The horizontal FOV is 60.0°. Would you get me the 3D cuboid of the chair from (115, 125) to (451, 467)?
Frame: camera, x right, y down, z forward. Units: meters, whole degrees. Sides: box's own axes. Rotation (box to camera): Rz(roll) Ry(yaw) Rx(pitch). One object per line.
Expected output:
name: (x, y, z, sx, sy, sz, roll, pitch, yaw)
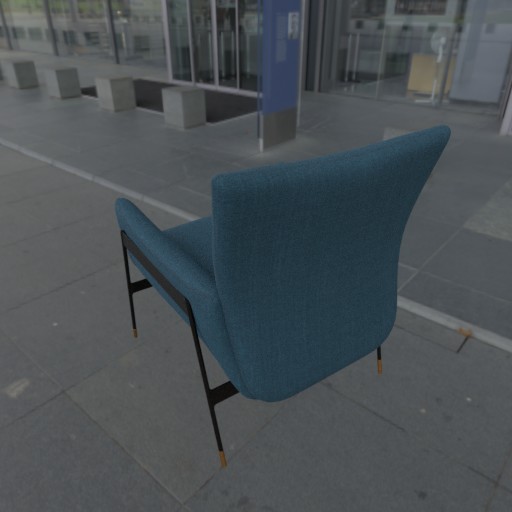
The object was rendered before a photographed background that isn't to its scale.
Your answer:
chair: (0.000, 0.000, 1.391, 0.678, 0.859, 0.769, -19, 35, -29)
